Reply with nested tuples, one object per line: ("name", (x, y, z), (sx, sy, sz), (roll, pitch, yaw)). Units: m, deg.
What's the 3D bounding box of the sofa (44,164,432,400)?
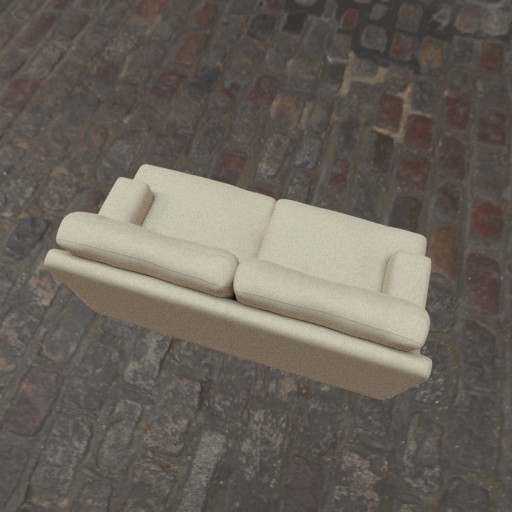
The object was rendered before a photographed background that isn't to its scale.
("sofa", (0.000, 0.000, 2.473), (1.885, 0.967, 0.962), (15, 65, 7))
